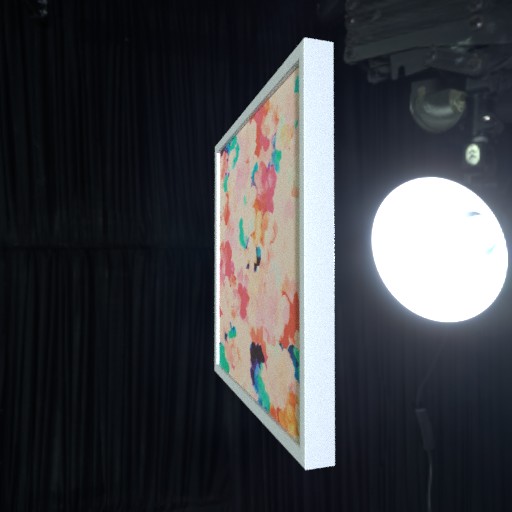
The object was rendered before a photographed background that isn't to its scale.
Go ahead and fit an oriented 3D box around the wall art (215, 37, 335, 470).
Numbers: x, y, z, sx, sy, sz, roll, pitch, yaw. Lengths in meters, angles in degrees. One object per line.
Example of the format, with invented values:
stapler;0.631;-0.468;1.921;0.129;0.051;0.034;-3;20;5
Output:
wall art;0.000;0.000;0.765;0.038;0.505;0.506;0;-1;-17
